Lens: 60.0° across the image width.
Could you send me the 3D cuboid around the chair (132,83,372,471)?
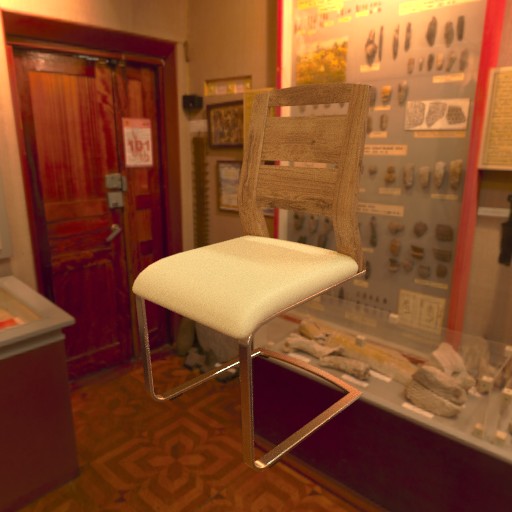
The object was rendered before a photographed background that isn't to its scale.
[{"bbox_3d":[0.000,0.000,1.266,0.457,0.955,0.561,14,20,42],"label":"chair"}]
